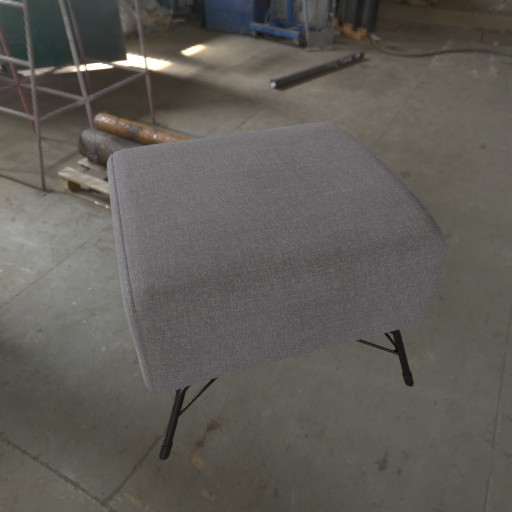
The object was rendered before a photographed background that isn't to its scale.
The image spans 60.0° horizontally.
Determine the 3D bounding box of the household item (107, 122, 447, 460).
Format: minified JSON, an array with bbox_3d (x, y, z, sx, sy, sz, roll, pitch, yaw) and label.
[{"bbox_3d":[0.000,0.000,0.920,0.530,0.410,0.530,-11,42,-13],"label":"household item"}]
